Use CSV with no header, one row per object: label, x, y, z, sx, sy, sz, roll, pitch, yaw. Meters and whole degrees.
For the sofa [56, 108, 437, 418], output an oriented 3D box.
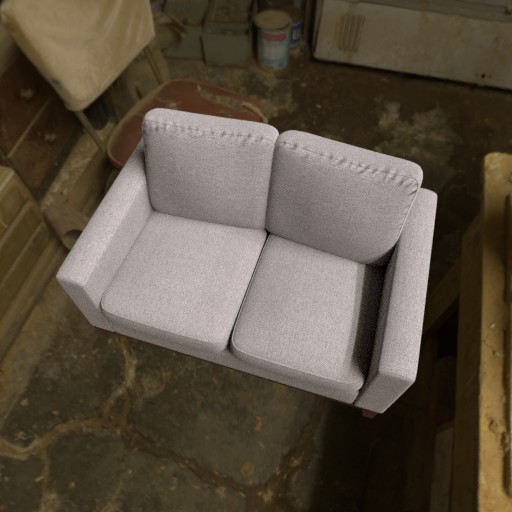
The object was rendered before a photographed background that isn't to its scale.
sofa,0.000,0.000,1.981,1.420,0.873,0.917,15,59,9
